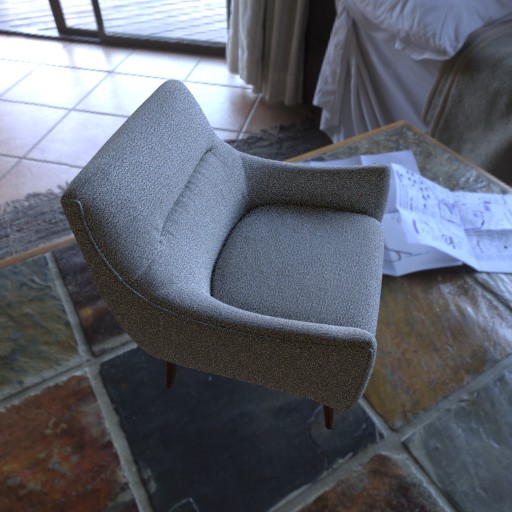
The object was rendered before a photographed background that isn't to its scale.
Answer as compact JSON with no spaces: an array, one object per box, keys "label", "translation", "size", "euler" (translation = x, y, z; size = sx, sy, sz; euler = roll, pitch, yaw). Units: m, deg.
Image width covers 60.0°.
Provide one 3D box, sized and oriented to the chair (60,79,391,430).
[{"label":"chair","translation":[0.000,0.000,1.403],"size":[0.787,0.838,0.762],"euler":[11,47,10]}]
